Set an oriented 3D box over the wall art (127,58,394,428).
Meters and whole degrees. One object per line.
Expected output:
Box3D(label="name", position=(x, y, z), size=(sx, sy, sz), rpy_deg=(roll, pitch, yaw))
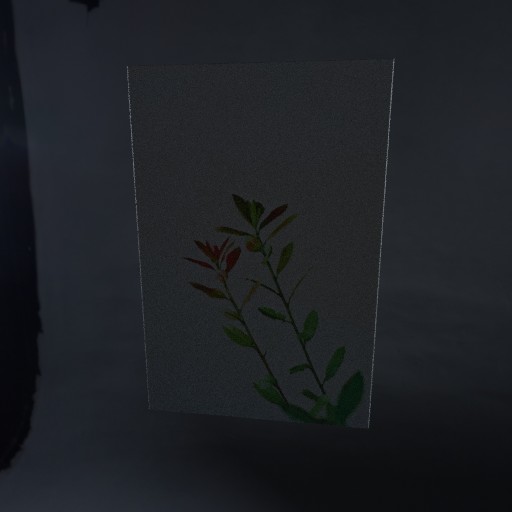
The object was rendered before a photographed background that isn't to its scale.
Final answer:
Box3D(label="wall art", position=(0.000, 0.000, 1.134), size=(0.612, 0.915, 0.039), rpy_deg=(2, 14, 8))
